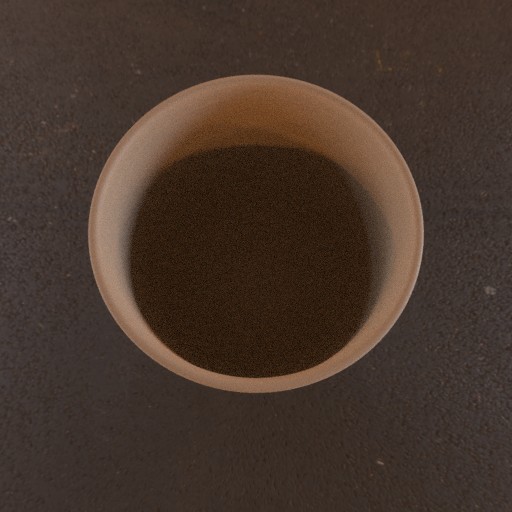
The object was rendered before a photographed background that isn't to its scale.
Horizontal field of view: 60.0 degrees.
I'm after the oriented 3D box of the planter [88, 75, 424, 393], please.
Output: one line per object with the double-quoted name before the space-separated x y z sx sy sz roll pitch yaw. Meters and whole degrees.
"planter" 0.000 0.000 0.215 0.124 0.109 0.124 0 75 0
